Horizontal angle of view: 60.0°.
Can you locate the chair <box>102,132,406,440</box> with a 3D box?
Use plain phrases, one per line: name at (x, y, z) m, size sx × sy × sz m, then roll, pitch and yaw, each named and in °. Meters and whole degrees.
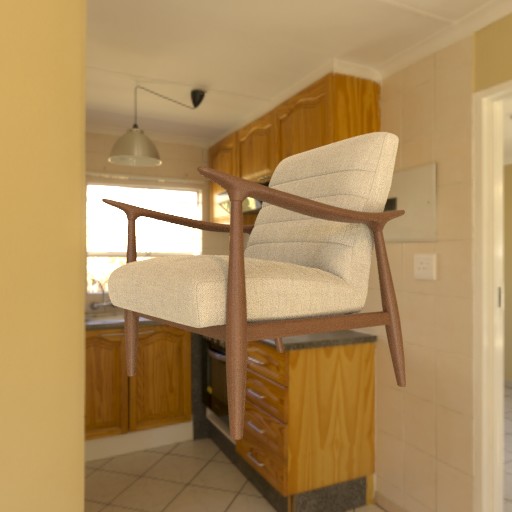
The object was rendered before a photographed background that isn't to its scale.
chair at (0.000, 0.000, 1.453) m, size 0.798 × 0.832 × 0.741 m, roll 0°, pitch 0°, yaw -36°
